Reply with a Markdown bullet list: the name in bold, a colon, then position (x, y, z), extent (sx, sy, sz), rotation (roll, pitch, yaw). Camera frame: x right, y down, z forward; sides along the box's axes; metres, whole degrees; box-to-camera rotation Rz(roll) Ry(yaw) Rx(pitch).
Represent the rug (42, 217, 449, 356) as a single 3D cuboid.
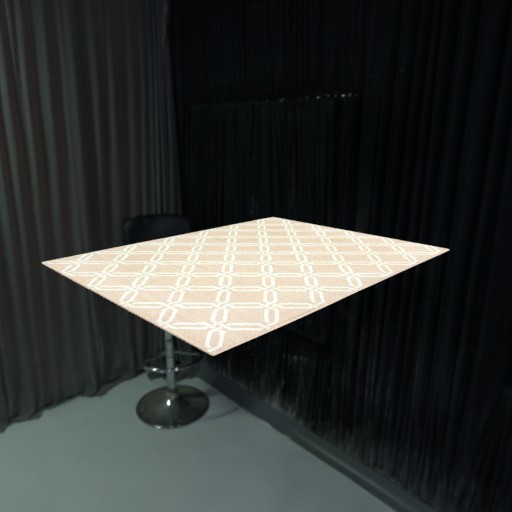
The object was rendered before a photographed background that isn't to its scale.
- **rug**: position (0.000, 0.000, 3.990), extent (2.895, 0.018, 2.288), rotation (-15, 22, -43)
